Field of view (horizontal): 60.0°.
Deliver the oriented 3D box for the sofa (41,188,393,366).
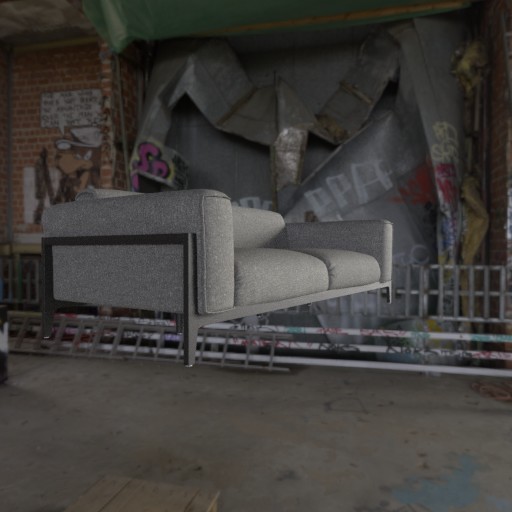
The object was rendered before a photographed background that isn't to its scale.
[{"bbox_3d":[0.000,0.000,2.578,0.985,0.703,2.125,1,1,34],"label":"sofa"}]
